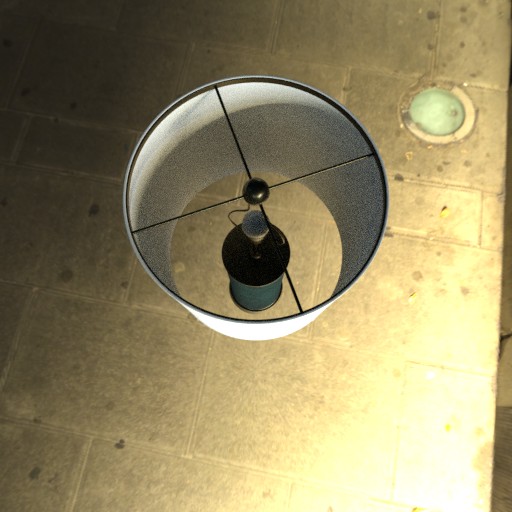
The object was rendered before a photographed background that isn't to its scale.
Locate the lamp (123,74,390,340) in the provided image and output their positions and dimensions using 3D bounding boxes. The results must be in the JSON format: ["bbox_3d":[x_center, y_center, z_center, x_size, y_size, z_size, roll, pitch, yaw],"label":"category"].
[{"bbox_3d":[0.000,0.000,0.791,0.301,0.630,0.301,25,77,6],"label":"lamp"}]
